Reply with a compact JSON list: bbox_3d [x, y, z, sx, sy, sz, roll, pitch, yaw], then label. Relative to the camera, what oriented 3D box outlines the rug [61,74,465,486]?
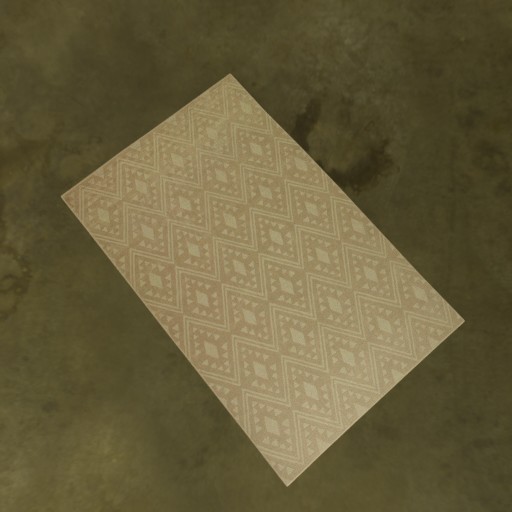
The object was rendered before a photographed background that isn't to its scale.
[{"bbox_3d":[0.000,0.000,3.011,1.553,0.053,2.430,-39,79,-9],"label":"rug"}]
